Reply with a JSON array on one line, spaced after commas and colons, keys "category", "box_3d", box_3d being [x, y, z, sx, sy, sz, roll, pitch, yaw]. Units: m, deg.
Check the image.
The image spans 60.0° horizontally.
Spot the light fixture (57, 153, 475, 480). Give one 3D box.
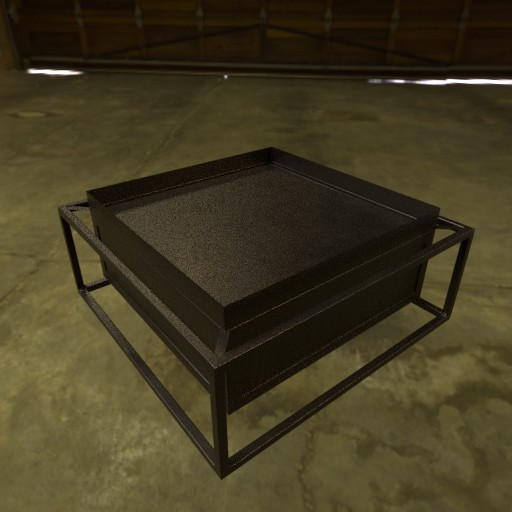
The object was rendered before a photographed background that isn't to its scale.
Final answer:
[{"category": "light fixture", "box_3d": [0.000, 0.000, 0.690, 0.441, 0.191, 0.441, -22, 37, -32]}]
